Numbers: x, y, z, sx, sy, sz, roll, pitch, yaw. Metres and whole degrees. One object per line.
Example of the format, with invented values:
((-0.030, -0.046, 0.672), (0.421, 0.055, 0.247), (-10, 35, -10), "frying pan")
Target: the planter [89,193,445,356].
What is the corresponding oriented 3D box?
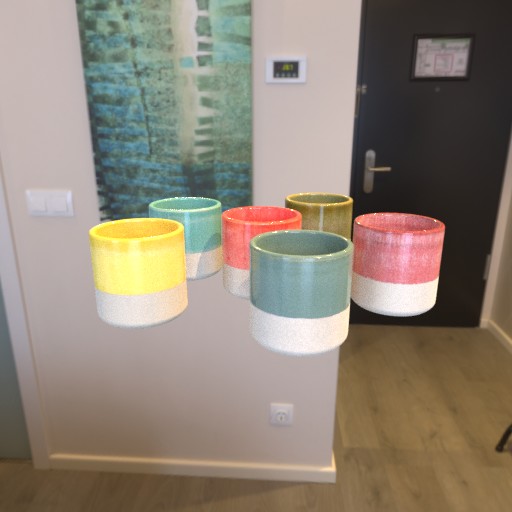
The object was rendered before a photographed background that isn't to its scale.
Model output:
((0.000, 0.000, 0.413), (0.286, 0.075, 0.257), (-9, 19, -25), "planter")
